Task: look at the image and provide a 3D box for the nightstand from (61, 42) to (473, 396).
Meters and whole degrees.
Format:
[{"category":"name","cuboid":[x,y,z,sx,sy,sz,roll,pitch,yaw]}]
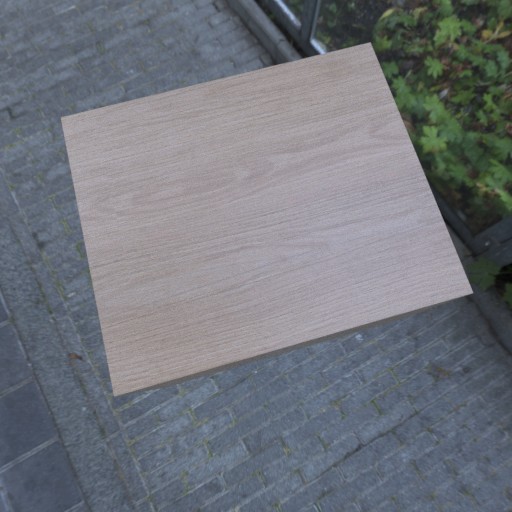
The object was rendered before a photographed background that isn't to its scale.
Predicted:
[{"category":"nightstand","cuboid":[0.000,0.000,0.854,0.450,0.571,0.380,-15,76,-4]}]
